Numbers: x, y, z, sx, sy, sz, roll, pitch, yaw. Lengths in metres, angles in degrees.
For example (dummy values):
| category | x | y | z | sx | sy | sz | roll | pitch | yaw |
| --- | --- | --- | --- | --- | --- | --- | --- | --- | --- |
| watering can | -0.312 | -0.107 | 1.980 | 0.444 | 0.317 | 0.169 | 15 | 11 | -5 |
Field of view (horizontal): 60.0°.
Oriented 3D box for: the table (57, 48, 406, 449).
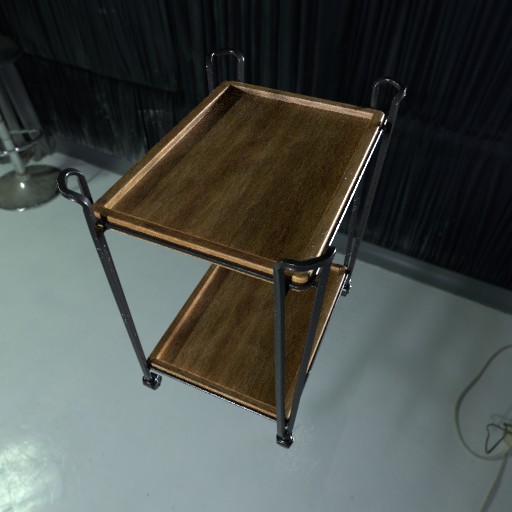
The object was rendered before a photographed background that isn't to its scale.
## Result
| category | x | y | z | sx | sy | sz | roll | pitch | yaw |
| --- | --- | --- | --- | --- | --- | --- | --- | --- | --- |
| table | 0.000 | 0.000 | 1.183 | 0.505 | 0.785 | 0.672 | 18 | 49 | 16 |
